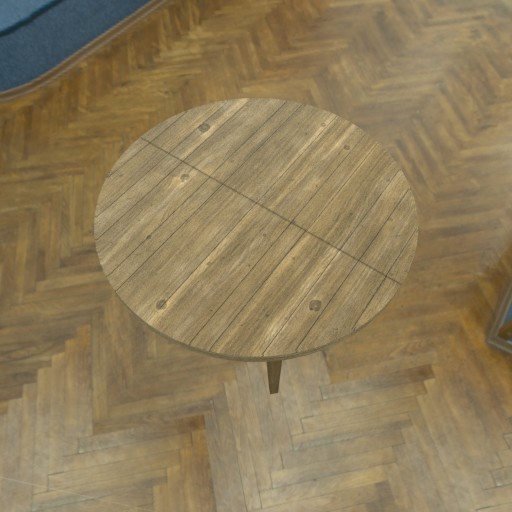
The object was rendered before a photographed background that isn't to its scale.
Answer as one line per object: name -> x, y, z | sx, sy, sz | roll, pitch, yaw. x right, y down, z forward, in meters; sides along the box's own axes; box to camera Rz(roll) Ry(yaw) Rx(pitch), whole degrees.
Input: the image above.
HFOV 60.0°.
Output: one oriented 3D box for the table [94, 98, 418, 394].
table -> 0.000, 0.000, 2.012 | 1.213, 0.764, 1.213 | 0, 58, 0
